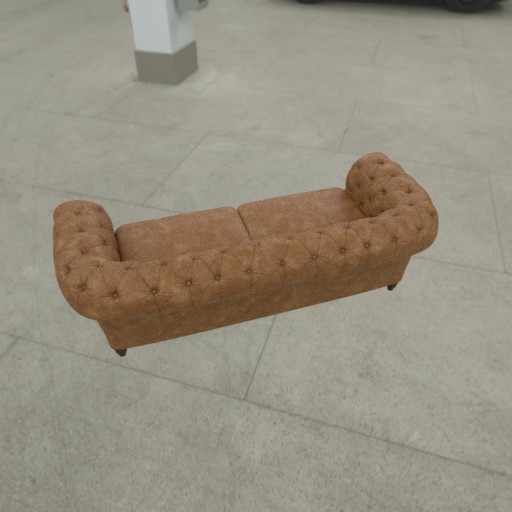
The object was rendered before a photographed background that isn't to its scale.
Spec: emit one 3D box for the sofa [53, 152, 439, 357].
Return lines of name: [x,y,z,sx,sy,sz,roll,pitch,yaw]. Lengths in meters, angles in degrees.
sofa: [0.000,0.000,2.871,2.365,0.760,0.989,-12,41,-14]
